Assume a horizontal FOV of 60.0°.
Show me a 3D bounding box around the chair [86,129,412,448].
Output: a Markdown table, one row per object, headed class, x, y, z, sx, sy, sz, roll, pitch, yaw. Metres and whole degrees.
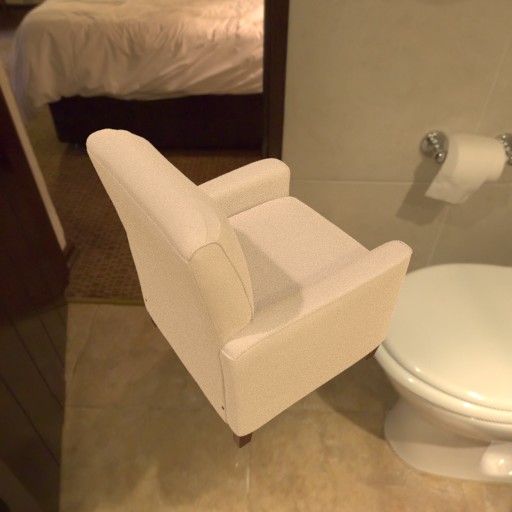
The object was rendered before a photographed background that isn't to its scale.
| class | x | y | z | sx | sy | sz | roll | pitch | yaw |
| --- | --- | --- | --- | --- | --- | --- | --- | --- | --- |
| chair | 0.000 | 0.000 | 1.679 | 0.858 | 1.028 | 0.841 | -26 | 48 | -26 |
